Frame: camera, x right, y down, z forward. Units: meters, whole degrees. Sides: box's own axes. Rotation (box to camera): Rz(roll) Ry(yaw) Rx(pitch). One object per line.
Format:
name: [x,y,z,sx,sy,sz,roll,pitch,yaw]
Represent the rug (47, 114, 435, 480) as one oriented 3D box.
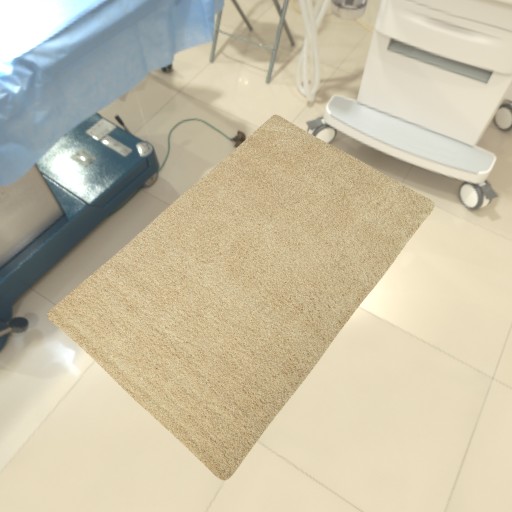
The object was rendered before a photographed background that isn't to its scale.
rug: [0.000,0.000,3.008,1.500,0.025,2.349,35,65,19]
